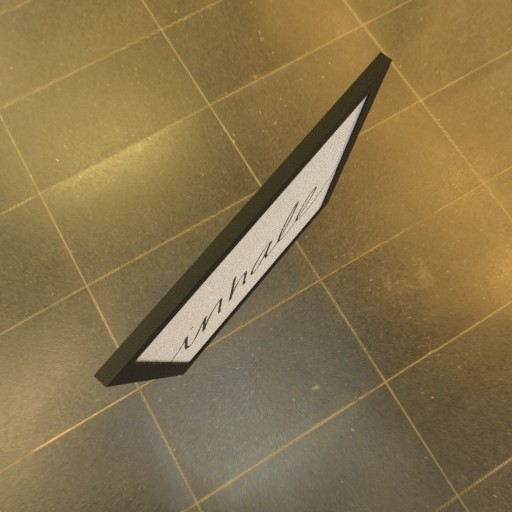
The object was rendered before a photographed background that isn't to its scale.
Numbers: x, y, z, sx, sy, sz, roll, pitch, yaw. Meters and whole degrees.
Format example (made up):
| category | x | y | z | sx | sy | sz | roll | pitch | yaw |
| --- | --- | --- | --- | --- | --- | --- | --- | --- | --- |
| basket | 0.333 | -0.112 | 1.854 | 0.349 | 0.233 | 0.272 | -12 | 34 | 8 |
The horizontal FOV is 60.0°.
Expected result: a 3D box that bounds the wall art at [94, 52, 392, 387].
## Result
| category | x | y | z | sx | sy | sz | roll | pitch | yaw |
| --- | --- | --- | --- | --- | --- | --- | --- | --- | --- |
| wall art | 0.000 | 0.000 | 0.527 | 0.013 | 0.356 | 0.356 | 39 | 80 | 9 |
